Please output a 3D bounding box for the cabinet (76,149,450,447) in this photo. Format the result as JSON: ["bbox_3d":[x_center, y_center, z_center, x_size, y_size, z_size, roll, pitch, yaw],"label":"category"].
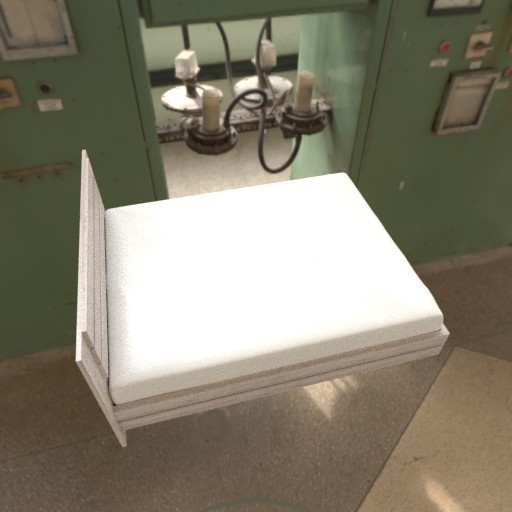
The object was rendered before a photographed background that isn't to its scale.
[{"bbox_3d":[0.000,0.000,3.048,2.080,0.970,1.750,-10,46,-10],"label":"cabinet"}]
